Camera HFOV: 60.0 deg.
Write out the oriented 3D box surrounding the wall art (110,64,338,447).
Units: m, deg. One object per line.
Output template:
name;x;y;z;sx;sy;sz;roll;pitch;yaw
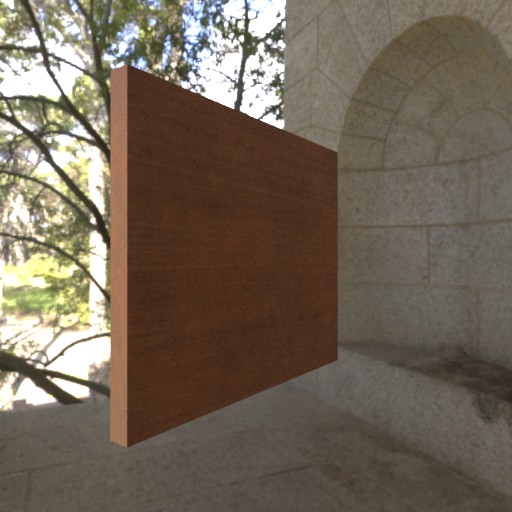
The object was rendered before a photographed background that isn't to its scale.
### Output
wall art;0.000;0.000;0.761;0.033;0.457;0.558;0;0;37
